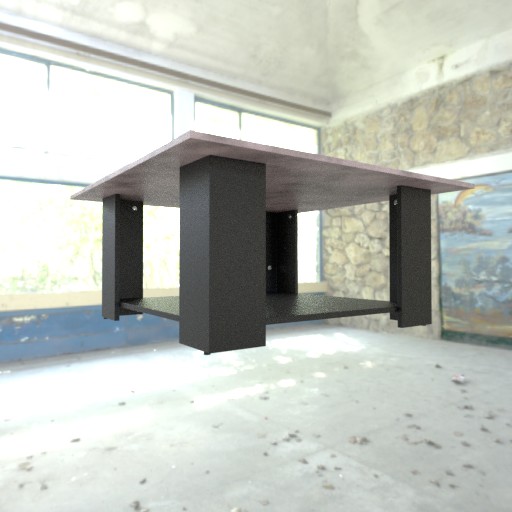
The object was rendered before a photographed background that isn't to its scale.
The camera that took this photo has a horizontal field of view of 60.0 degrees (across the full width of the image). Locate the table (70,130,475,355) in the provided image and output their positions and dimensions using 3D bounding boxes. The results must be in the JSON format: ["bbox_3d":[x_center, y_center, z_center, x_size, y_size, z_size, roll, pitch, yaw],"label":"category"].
[{"bbox_3d":[0.000,0.000,1.025,0.670,0.305,0.670,1,-1,-35],"label":"table"}]
